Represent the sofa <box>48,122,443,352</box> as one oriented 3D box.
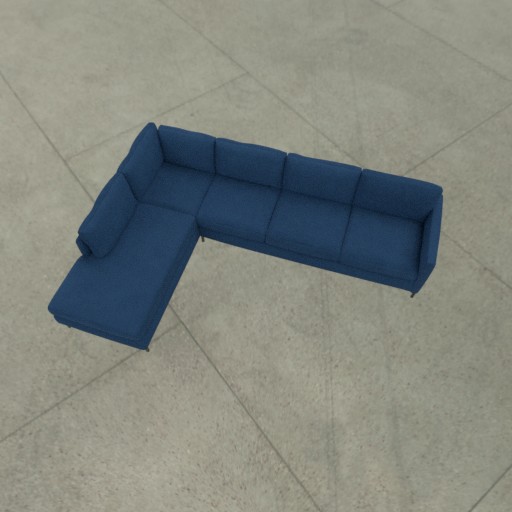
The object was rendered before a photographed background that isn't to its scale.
[{"bbox_3d":[0.000,0.000,3.838,2.949,0.815,2.007,15,58,9],"label":"sofa"}]
